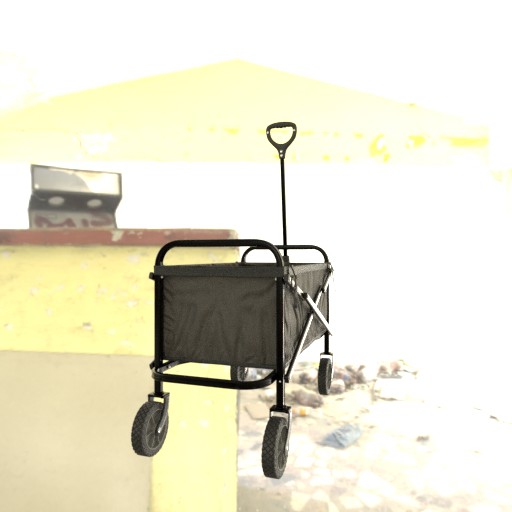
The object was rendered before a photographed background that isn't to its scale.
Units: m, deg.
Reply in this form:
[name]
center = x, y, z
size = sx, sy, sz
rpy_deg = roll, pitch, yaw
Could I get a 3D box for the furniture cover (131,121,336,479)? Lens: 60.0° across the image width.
[furniture cover]
center = 0.000, 0.000, 1.790
size = 0.532, 1.295, 1.038
rpy_deg = 0, 0, 19
